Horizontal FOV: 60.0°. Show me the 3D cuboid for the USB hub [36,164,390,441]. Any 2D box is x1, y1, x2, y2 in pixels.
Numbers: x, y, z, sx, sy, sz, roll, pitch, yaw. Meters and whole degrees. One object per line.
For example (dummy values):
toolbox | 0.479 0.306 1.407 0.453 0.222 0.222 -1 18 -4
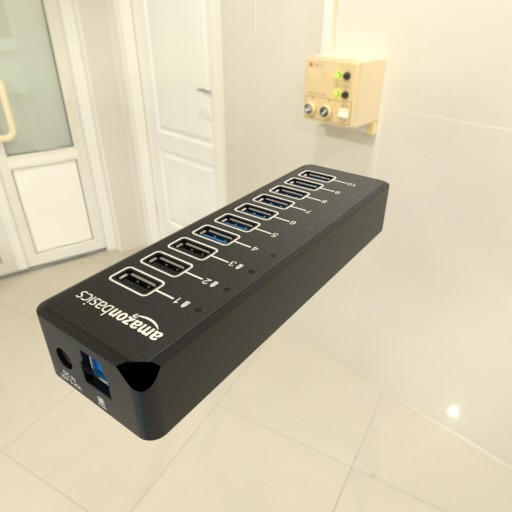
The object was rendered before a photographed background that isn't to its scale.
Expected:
USB hub | 0.000 0.000 0.163 0.044 0.023 0.145 21 36 31
